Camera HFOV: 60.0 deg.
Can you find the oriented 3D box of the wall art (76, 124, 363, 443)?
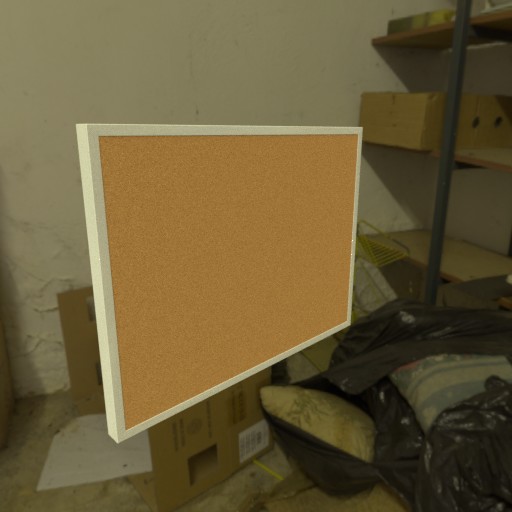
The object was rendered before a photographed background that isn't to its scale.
[{"bbox_3d":[0.000,0.000,1.400,1.041,0.787,0.053,-15,21,-42],"label":"wall art"}]
